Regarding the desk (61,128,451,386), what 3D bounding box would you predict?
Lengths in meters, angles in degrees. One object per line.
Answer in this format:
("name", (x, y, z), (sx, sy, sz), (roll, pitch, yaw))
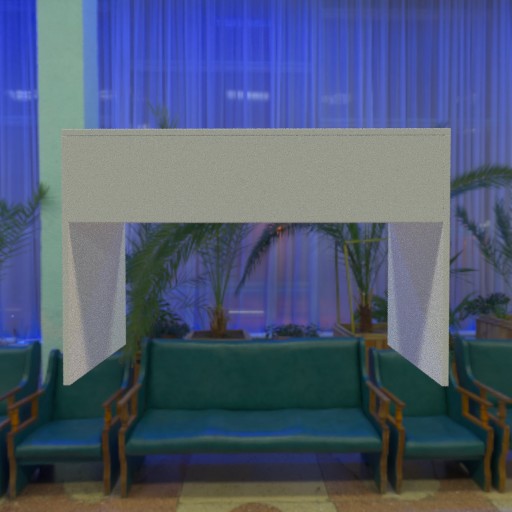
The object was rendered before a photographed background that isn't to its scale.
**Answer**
("desk", (0.000, 0.000, 1.538), (1.100, 0.730, 0.560), (0, 1, 0))
